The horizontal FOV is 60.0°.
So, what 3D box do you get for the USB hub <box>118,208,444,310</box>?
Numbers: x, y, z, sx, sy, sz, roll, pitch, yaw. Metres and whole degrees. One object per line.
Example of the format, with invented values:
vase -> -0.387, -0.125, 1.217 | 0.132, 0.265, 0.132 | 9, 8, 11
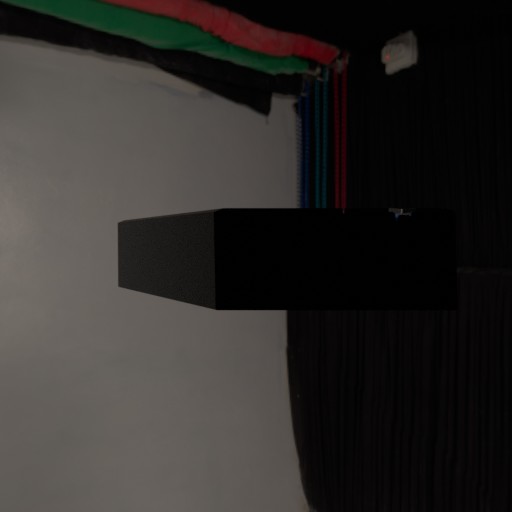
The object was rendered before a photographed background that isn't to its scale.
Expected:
USB hub -> 0.000, 0.000, 0.125 | 0.044, 0.023, 0.110 | -1, 2, -36
